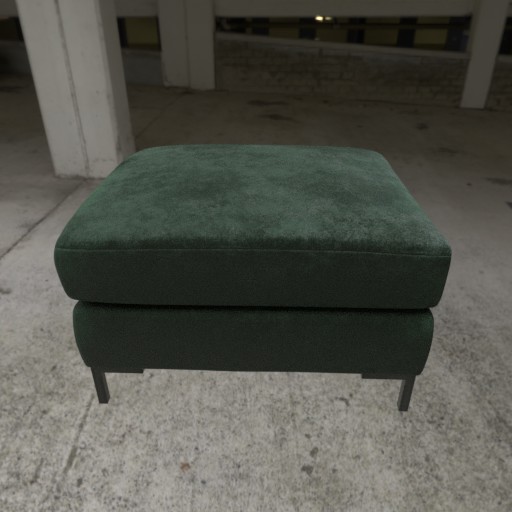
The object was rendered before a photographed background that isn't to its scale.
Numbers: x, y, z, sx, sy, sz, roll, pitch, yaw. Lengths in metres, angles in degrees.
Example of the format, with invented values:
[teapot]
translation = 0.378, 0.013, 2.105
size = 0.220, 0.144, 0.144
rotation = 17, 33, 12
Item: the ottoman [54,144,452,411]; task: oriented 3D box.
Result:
[ottoman]
translation = 0.000, 0.000, 1.302
size = 0.839, 0.538, 0.701
rotation = 1, 29, 2
